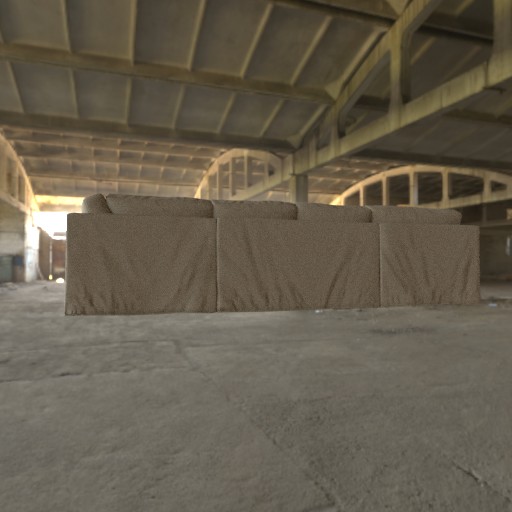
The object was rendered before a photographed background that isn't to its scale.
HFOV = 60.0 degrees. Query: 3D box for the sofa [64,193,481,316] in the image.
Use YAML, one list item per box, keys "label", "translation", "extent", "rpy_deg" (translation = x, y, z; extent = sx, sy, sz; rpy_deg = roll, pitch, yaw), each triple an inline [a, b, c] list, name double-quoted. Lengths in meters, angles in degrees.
- label: "sofa"
  translation: [0.000, 0.000, 4.593]
  extent: [3.528, 0.878, 2.476]
  rpy_deg: [0, -1, -19]
